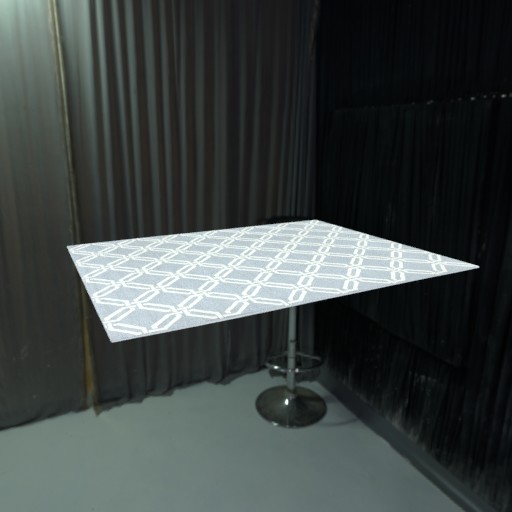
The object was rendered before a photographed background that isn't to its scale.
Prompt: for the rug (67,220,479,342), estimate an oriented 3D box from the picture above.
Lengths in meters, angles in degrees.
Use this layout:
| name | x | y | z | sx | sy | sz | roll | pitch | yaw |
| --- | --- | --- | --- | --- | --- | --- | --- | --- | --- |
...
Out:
| name | x | y | z | sx | sy | sz | roll | pitch | yaw |
| --- | --- | --- | --- | --- | --- | --- | --- | --- | --- |
| rug | 0.000 | 0.000 | 3.921 | 2.895 | 0.018 | 2.288 | -8 | 17 | -27 |
